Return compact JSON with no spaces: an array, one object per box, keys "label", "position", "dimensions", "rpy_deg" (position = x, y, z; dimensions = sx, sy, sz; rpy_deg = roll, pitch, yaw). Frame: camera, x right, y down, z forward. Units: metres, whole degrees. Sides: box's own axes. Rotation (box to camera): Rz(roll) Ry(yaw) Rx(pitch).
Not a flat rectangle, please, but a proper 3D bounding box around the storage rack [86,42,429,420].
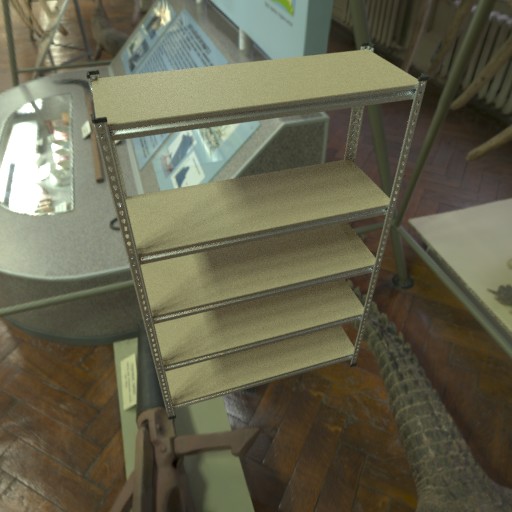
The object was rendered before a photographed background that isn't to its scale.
[{"label":"storage rack","position":[0.000,0.000,2.275],"dimensions":[1.219,1.829,0.457],"rpy_deg":[-12,43,-13]}]
